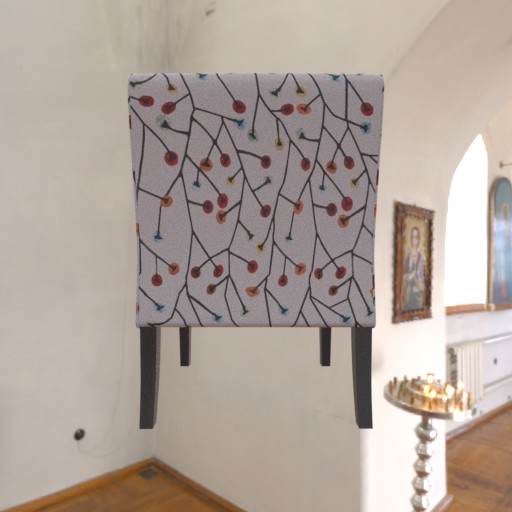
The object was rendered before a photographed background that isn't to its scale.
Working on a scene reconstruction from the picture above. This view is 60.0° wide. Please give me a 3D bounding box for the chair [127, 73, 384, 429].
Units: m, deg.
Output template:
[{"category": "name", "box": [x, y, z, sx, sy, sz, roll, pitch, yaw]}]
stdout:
[{"category": "chair", "box": [0.000, 0.000, 1.334, 0.597, 0.813, 0.732, 0, -1, 0]}]
